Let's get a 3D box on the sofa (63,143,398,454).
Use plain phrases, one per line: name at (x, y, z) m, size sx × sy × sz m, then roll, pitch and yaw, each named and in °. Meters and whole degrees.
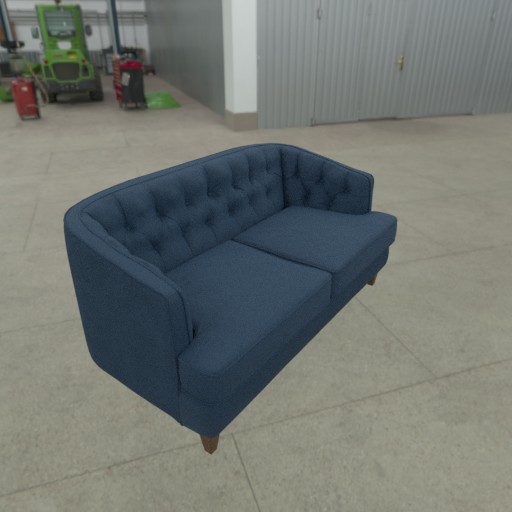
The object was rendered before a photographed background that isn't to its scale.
sofa at (0.000, 0.000, 2.312) m, size 0.941 × 0.854 × 1.733 m, roll 18°, pitch 32°, yaw 32°
